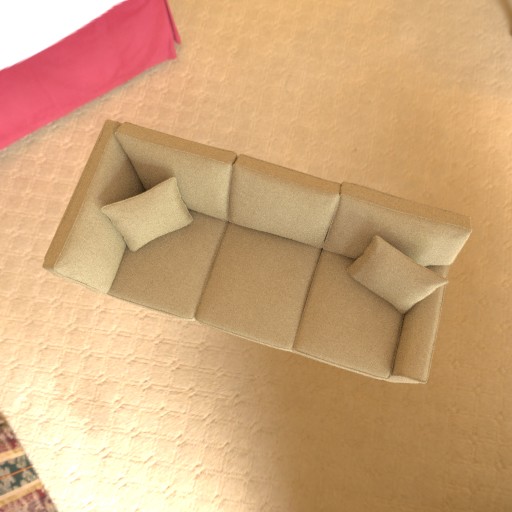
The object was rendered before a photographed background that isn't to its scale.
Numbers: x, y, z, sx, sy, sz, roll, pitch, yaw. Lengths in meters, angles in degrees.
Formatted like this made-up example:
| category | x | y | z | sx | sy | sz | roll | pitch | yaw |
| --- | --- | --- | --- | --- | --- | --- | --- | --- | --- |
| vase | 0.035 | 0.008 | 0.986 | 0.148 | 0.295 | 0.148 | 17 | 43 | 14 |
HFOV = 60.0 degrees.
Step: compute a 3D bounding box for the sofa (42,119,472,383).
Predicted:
| category | x | y | z | sx | sy | sz | roll | pitch | yaw |
| --- | --- | --- | --- | --- | --- | --- | --- | --- | --- |
| sofa | 0.000 | 0.000 | 2.861 | 2.317 | 0.962 | 1.061 | 17 | 75 | 4 |
